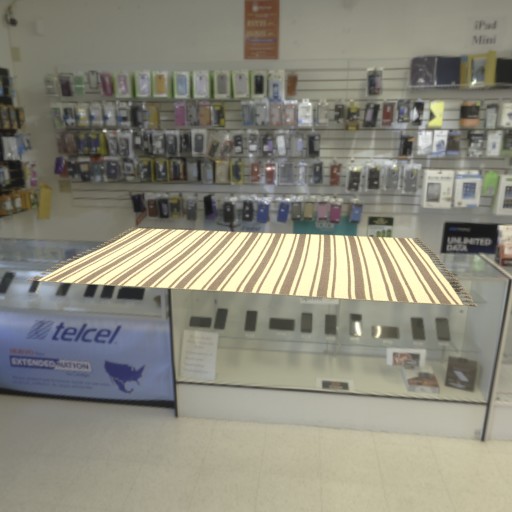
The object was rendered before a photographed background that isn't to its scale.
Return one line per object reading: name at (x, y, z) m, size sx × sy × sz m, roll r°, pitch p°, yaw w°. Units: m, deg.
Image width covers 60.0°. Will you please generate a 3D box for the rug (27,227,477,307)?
rug at (0.000, 0.000, 2.588) m, size 2.096 × 0.011 × 1.229 m, roll 3°, pitch 16°, yaw 9°
